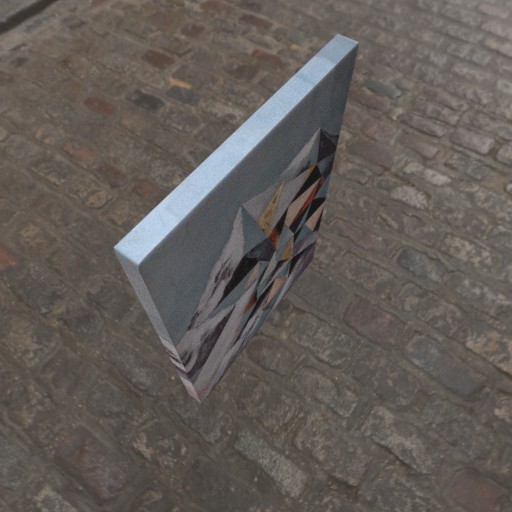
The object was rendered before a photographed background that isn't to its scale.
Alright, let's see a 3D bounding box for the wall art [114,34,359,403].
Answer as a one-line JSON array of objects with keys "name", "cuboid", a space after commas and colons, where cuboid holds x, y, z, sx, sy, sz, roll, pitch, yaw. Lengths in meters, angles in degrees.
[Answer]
[{"name": "wall art", "cuboid": [0.000, 0.000, 0.806, 0.037, 0.613, 0.455, 32, 64, 18]}]
